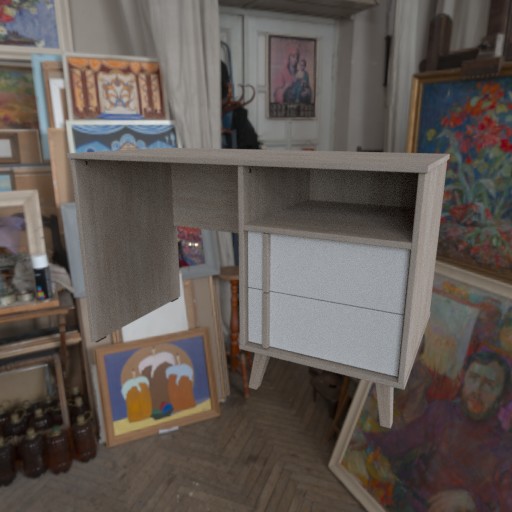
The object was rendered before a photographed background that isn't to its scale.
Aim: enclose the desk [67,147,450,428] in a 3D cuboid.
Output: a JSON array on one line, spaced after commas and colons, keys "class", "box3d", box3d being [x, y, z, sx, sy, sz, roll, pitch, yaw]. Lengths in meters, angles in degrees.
[{"class": "desk", "box3d": [0.000, 0.000, 1.710, 1.251, 0.770, 0.600, 8, 18, 26]}]
